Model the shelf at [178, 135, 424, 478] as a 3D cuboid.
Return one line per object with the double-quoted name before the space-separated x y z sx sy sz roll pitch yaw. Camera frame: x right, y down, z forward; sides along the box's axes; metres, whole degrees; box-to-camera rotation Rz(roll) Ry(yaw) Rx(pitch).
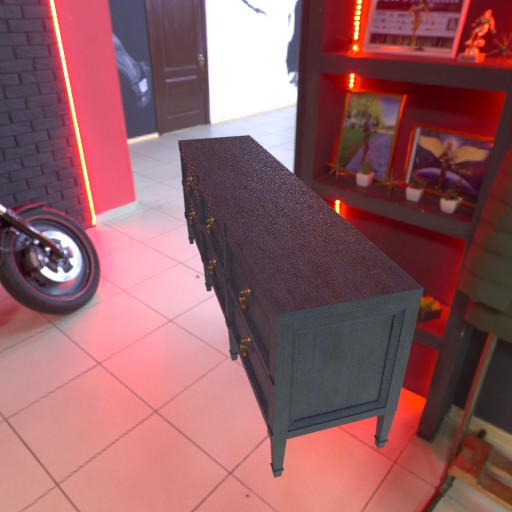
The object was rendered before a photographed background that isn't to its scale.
"shelf" 0.000 0.000 2.204 0.471 0.715 1.878 -8 30 -14
